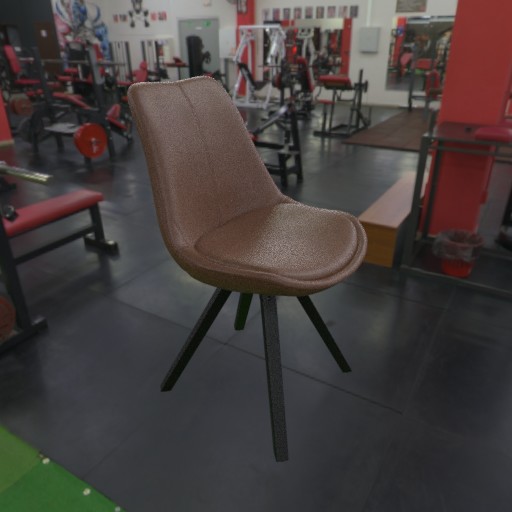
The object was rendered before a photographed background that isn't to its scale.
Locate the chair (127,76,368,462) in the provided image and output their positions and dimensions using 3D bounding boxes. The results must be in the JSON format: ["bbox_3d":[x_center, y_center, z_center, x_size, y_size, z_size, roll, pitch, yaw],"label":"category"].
[{"bbox_3d":[0.000,0.000,1.174,0.550,0.850,0.475,17,31,30],"label":"chair"}]
